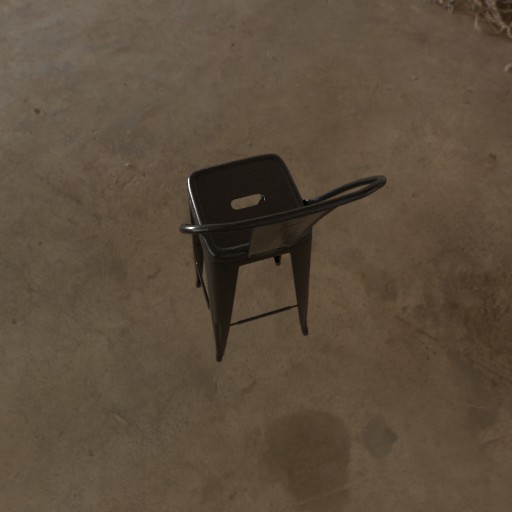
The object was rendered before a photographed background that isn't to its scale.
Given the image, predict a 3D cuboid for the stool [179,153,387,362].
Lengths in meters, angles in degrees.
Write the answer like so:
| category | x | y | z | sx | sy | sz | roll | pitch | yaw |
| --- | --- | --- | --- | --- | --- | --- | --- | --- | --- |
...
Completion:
| category | x | y | z | sx | sy | sz | roll | pitch | yaw |
| --- | --- | --- | --- | --- | --- | --- | --- | --- | --- |
| stool | 0.000 | 0.000 | 1.315 | 0.399 | 1.096 | 0.513 | -15 | 60 | -9 |
